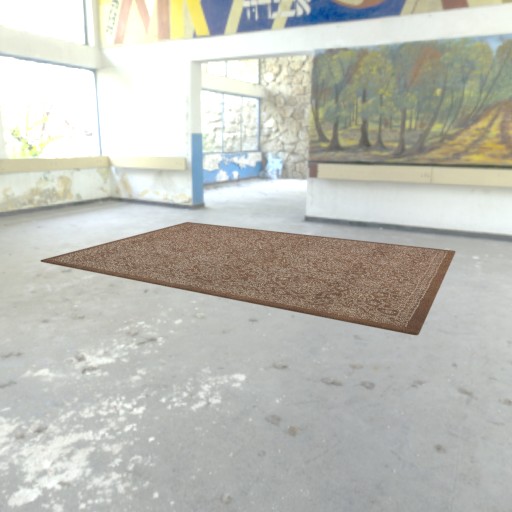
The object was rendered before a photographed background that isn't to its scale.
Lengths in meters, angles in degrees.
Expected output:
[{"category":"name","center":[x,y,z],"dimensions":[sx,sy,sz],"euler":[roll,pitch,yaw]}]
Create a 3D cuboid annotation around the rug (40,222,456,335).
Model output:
[{"category":"rug","center":[0.000,0.000,2.334],"dimensions":[1.829,0.010,1.219],"euler":[8,17,28]}]
